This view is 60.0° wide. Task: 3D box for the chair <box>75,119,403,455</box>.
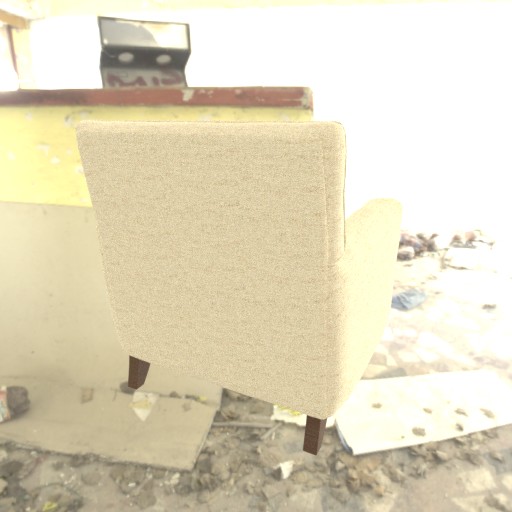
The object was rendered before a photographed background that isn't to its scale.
[{"bbox_3d":[0.000,0.000,1.596,0.870,0.943,0.823,9,20,27],"label":"chair"}]
